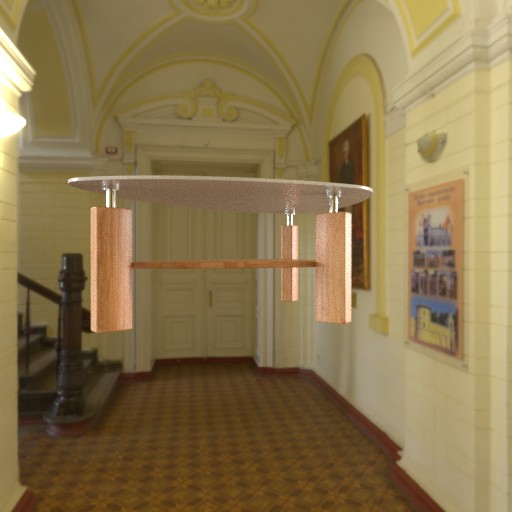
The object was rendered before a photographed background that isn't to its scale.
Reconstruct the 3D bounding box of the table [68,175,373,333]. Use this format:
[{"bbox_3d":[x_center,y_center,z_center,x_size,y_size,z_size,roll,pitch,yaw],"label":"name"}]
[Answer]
[{"bbox_3d":[0.000,0.000,1.638,0.850,0.440,1.250,0,0,36],"label":"table"}]
